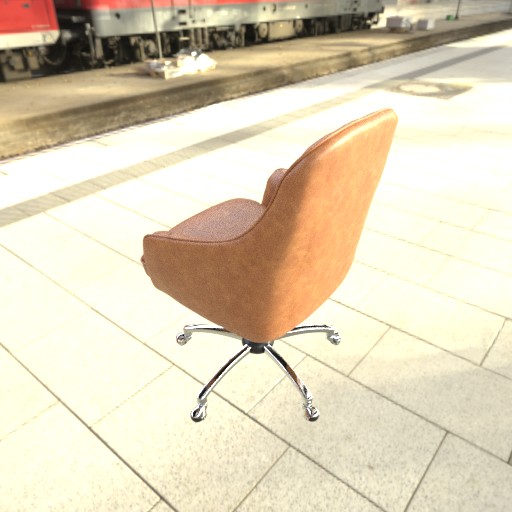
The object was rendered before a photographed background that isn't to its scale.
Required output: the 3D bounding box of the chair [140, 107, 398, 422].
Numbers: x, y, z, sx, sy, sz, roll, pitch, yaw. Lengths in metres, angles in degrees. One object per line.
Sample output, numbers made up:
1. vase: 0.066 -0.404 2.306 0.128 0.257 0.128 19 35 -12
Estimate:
1. chair: 0.000 0.000 1.331 0.615 0.909 0.628 22 38 31
